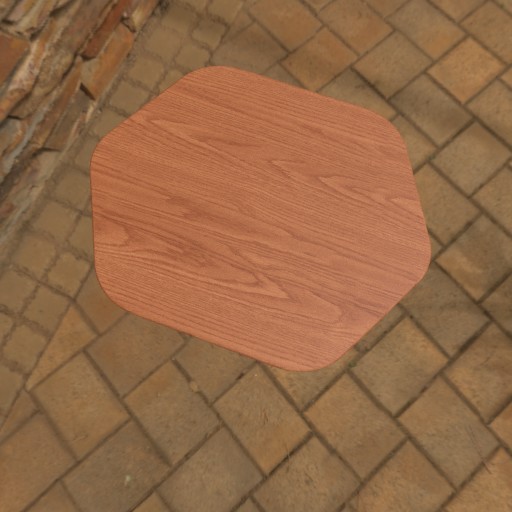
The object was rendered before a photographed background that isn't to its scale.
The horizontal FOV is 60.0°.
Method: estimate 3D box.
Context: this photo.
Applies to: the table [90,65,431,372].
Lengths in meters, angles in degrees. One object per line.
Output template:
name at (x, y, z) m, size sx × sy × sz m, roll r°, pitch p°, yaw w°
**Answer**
table at (0.000, 0.000, 0.891) m, size 0.500 × 0.562 × 0.400 m, roll 19°, pitch 76°, yaw 5°
